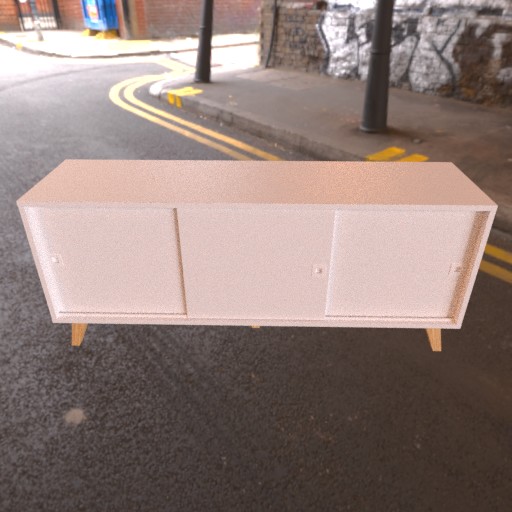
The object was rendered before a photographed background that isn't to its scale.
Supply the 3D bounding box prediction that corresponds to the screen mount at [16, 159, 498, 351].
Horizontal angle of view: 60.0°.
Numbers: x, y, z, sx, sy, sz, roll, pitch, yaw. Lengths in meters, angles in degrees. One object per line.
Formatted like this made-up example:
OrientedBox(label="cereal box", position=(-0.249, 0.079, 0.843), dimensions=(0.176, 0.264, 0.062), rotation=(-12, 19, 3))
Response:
OrientedBox(label="screen mount", position=(0.000, 0.000, 1.701), dimensions=(1.490, 0.619, 0.400), rotation=(1, 31, 1))
